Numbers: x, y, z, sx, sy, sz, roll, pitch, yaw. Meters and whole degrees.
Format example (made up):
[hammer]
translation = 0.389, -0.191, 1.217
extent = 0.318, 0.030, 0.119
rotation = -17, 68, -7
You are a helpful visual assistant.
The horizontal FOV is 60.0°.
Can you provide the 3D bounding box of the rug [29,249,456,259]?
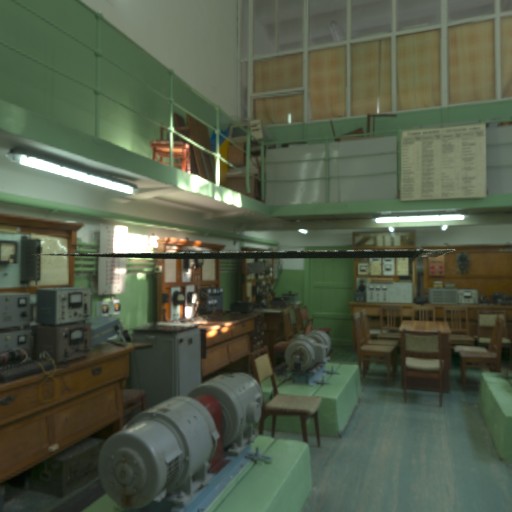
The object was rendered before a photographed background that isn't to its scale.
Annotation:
[rug]
translation = 0.000, 0.000, 2.336
extent = 1.829, 0.008, 1.219
rotation = 0, -1, 19
